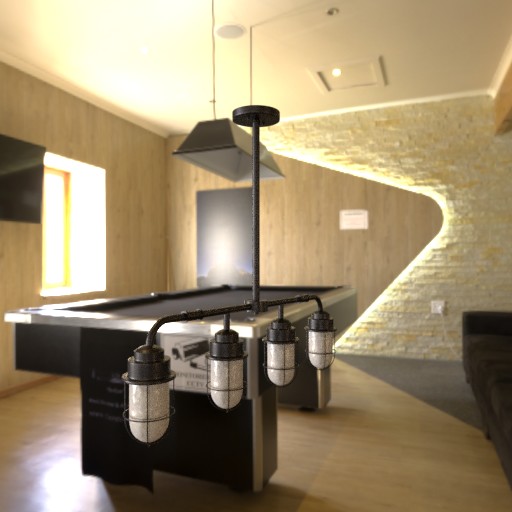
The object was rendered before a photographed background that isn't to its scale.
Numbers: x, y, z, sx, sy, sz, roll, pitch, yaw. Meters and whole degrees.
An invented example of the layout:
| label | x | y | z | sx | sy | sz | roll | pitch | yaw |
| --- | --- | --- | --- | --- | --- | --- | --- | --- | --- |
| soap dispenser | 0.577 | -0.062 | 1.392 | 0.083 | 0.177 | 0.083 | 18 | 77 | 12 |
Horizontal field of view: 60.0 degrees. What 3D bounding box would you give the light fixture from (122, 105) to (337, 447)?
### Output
| label | x | y | z | sx | sy | sz | roll | pitch | yaw |
| --- | --- | --- | --- | --- | --- | --- | --- | --- | --- |
| light fixture | 0.000 | 0.000 | 1.218 | 0.131 | 0.785 | 0.852 | 0 | 0 | 37 |
